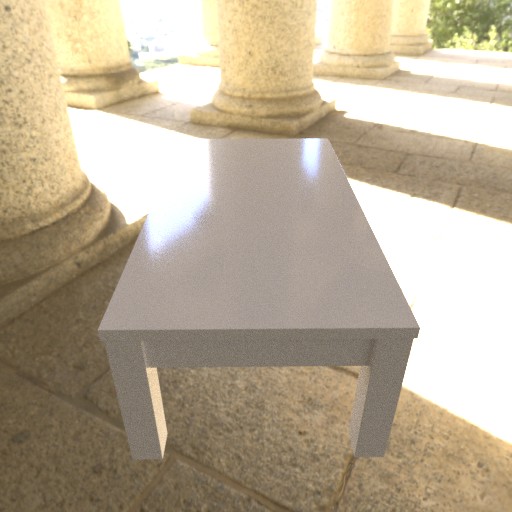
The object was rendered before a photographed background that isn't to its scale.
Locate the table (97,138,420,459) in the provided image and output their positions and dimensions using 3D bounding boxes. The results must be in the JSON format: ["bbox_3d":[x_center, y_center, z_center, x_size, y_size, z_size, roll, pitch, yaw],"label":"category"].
[{"bbox_3d":[0.000,0.000,1.655,0.700,0.470,1.350,0,32,-1],"label":"table"}]
